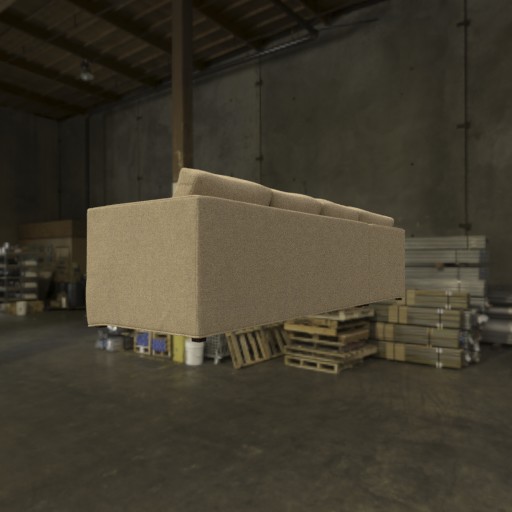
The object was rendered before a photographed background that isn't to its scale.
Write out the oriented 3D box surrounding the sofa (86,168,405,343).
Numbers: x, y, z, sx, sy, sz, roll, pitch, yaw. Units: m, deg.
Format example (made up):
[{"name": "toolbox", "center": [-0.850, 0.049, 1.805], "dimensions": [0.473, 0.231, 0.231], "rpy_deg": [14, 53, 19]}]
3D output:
[{"name": "sofa", "center": [0.000, 0.000, 3.896], "dimensions": [1.638, 0.920, 3.198], "rpy_deg": [0, -1, 36]}]
